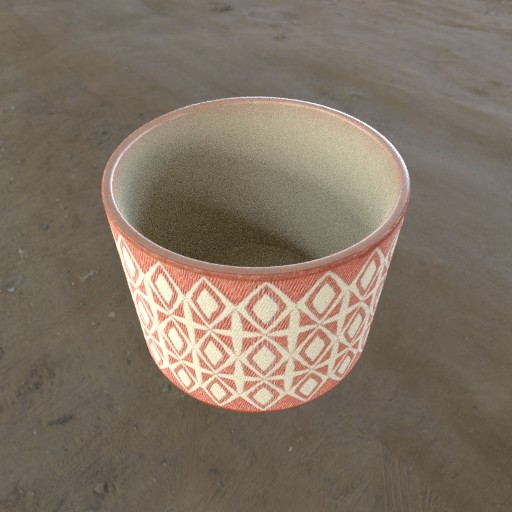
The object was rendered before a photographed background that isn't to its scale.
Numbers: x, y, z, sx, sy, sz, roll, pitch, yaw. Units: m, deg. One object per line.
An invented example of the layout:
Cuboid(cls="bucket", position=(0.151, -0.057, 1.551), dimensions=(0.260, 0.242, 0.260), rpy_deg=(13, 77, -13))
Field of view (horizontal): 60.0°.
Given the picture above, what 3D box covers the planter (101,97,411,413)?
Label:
Cuboid(cls="planter", position=(0.000, 0.000, 0.485), dimensions=(0.273, 0.237, 0.273), rpy_deg=(0, 45, 0))
